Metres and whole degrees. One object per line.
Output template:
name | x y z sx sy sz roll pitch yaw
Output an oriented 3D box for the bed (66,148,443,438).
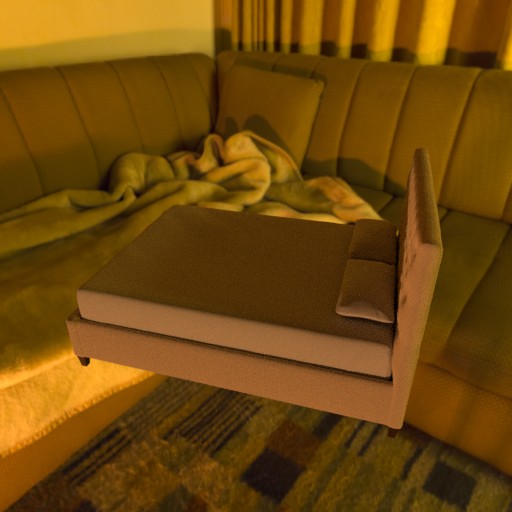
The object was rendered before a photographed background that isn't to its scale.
bed | 0.000 0.000 3.453 2.387 1.427 1.698 8 31 14
